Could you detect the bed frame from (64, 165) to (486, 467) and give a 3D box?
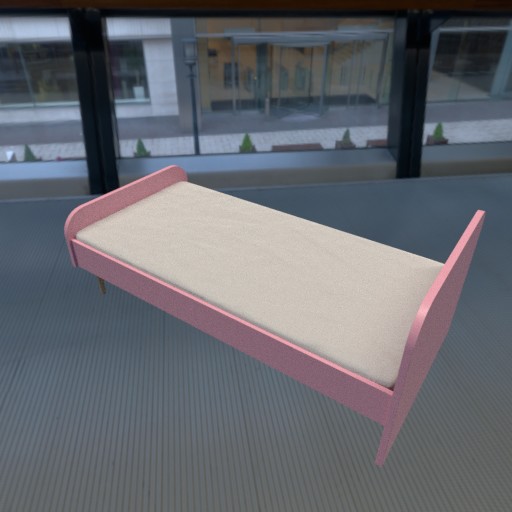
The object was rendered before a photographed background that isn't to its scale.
[{"bbox_3d":[0.000,0.000,2.417,1.963,0.805,0.998,21,39,29],"label":"bed frame"}]
